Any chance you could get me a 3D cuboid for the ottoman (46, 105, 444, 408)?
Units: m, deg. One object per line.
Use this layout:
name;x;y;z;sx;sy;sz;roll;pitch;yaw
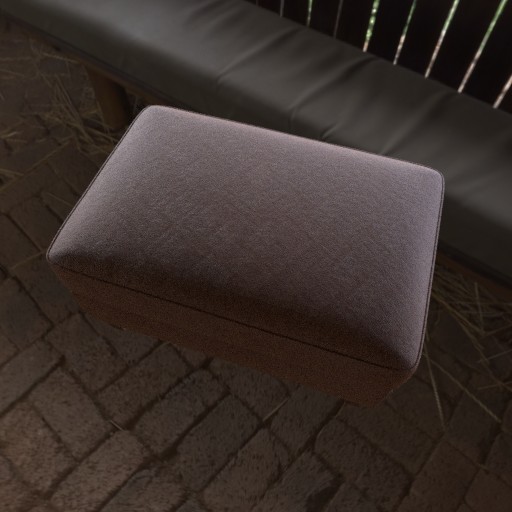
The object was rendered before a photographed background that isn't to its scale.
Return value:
ottoman;0.000;0.000;1.221;0.864;0.483;0.584;16;60;9
